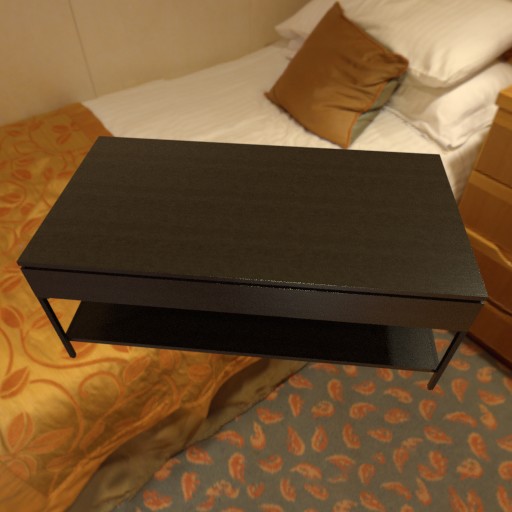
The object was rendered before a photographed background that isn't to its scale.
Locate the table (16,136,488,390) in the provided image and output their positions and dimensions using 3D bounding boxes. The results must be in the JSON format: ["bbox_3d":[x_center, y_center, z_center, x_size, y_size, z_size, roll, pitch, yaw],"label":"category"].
[{"bbox_3d":[0.000,0.000,1.376,1.095,0.435,0.574,4,46,4],"label":"table"}]
